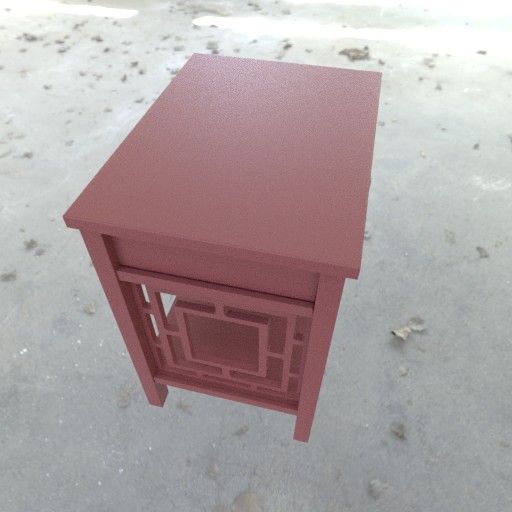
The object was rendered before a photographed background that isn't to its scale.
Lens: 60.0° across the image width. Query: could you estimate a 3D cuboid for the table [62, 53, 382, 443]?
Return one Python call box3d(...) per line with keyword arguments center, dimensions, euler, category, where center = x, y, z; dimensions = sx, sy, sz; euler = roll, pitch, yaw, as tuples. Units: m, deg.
box3d(center=(0.000, 0.000, 1.074), dimensions=(0.451, 0.686, 0.599), euler=(10, 48, 9), category="table")
